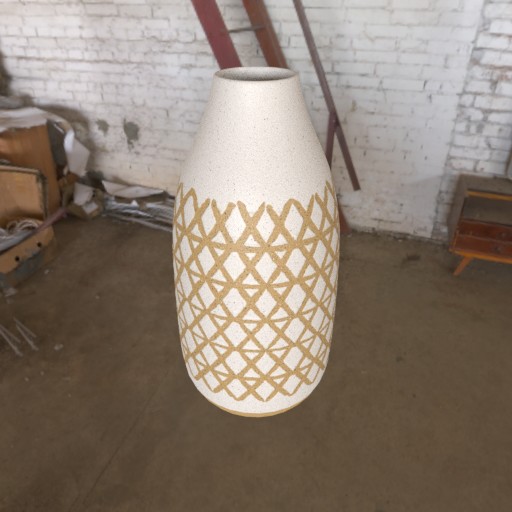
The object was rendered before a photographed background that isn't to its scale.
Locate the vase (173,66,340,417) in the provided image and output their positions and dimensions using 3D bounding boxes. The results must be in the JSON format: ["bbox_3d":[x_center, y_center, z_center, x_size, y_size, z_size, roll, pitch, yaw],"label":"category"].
[{"bbox_3d":[0.000,0.000,0.491,0.186,0.380,0.186,0,32,0],"label":"vase"}]
